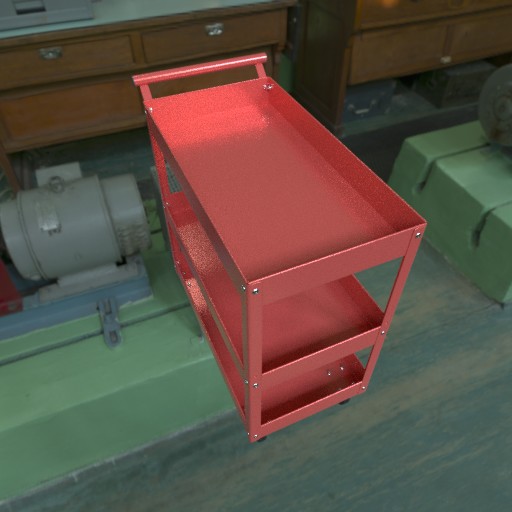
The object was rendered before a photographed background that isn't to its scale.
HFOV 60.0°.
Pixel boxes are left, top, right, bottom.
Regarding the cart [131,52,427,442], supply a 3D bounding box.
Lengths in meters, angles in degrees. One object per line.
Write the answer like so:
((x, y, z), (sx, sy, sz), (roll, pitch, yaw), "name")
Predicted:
((0.000, 0.000, 1.208), (0.366, 0.780, 0.719), (-18, 48, -17), "cart")
